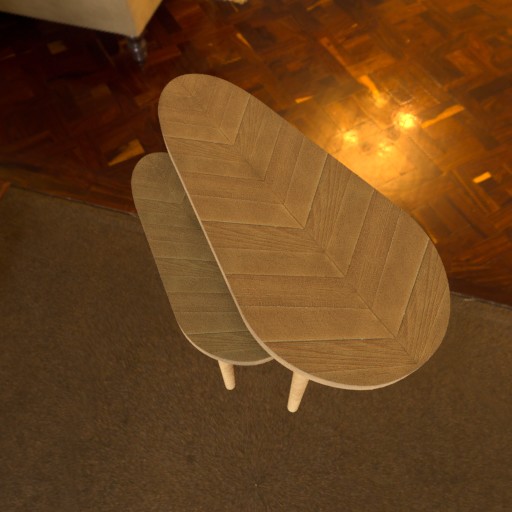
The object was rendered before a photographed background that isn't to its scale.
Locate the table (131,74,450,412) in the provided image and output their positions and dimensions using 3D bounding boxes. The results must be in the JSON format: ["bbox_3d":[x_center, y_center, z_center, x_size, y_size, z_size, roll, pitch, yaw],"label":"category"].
[{"bbox_3d":[0.000,0.000,1.535,0.701,0.595,1.190,-31,67,-15],"label":"table"}]
